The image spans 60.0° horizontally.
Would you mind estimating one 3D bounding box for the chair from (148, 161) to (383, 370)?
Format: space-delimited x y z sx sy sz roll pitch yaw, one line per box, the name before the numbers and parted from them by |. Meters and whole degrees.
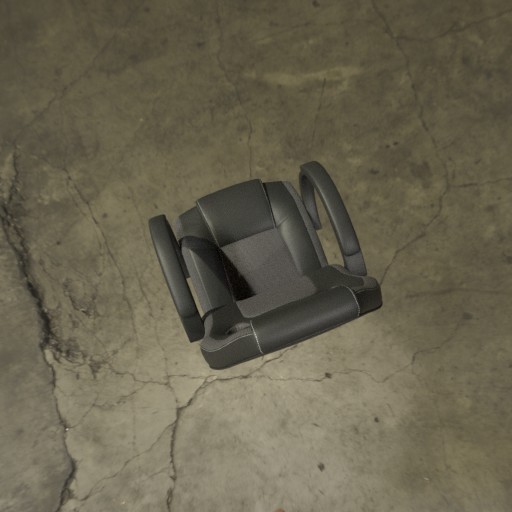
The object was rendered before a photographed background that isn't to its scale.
chair | 0.000 0.000 1.664 0.673 1.187 0.724 -20 77 -5
